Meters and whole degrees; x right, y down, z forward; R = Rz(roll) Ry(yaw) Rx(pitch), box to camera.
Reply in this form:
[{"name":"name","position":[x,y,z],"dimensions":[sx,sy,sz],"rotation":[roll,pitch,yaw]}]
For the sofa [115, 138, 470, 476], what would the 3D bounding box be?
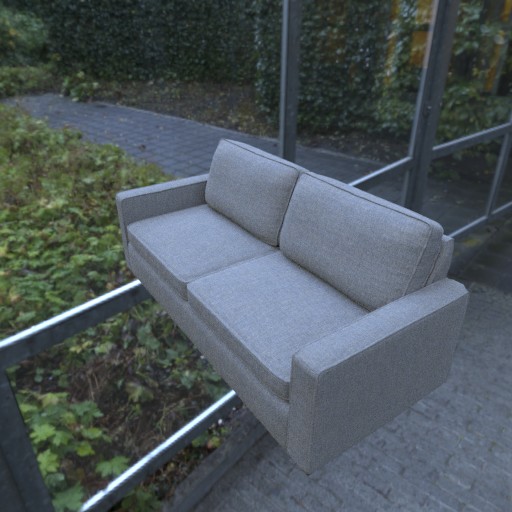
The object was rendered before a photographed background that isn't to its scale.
[{"name":"sofa","position":[0.000,0.000,2.544],"dimensions":[0.945,0.918,2.078],"rotation":[-19,34,-30]}]
